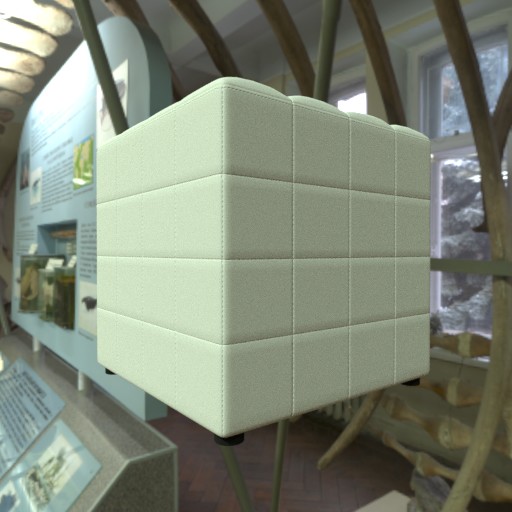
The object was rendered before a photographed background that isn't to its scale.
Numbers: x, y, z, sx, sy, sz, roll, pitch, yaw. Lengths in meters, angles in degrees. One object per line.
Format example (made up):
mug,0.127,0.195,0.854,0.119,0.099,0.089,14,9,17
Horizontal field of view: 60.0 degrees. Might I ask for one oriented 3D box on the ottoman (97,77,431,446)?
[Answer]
ottoman,0.000,0.000,0.787,0.425,0.432,0.425,-1,1,-38
